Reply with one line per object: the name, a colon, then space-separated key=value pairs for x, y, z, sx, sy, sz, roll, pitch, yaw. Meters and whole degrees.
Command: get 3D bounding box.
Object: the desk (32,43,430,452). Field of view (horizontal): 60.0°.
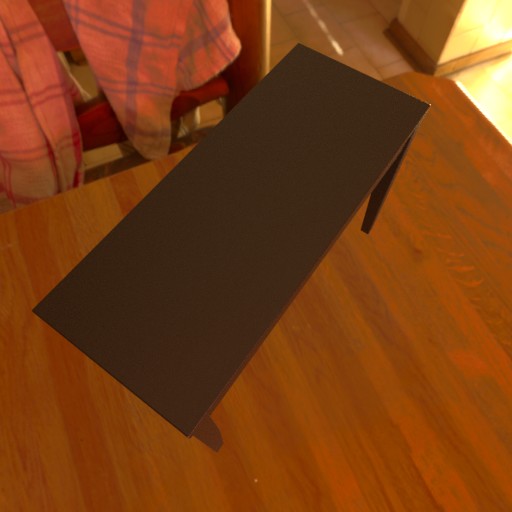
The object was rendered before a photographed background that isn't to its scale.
desk: x=0.000 y=0.000 z=1.607 sx=0.508 sy=0.775 sz=1.220 roll=33 pitch=68 yaw=15
